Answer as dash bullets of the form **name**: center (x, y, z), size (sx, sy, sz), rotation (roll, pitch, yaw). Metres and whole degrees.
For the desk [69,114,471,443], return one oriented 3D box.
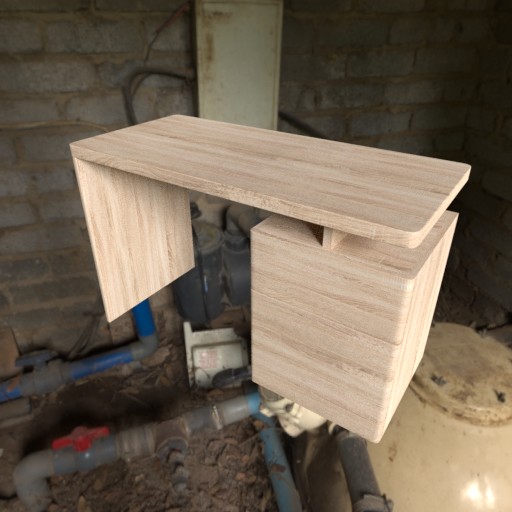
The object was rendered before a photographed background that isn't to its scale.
- **desk**: center (0.000, 0.000, 1.614), size (1.200, 0.760, 0.550), rotation (19, 35, 29)
